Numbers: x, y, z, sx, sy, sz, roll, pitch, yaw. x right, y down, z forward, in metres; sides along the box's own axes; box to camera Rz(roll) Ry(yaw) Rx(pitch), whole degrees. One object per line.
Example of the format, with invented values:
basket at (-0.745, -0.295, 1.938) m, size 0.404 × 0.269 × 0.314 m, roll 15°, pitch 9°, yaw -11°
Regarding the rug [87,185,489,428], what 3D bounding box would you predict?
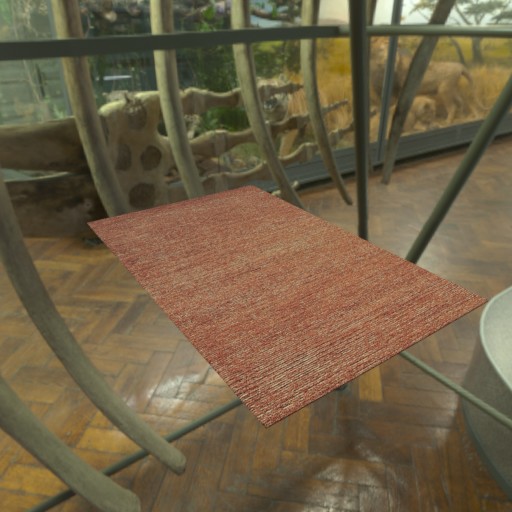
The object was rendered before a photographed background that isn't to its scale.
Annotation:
rug at (0.000, 0.000, 2.181) m, size 1.139 × 0.011 × 1.747 m, roll -18°, pitch 33°, yaw -30°
